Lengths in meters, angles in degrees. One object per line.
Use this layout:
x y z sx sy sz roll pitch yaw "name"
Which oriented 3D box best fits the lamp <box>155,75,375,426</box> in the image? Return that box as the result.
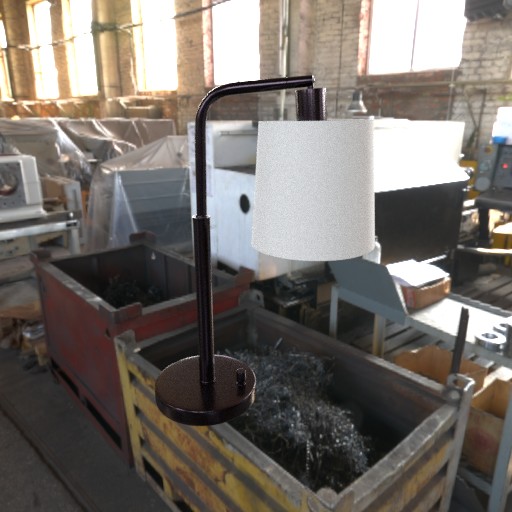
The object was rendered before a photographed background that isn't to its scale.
0.000 0.000 0.647 0.333 0.489 0.171 3 18 10 "lamp"
